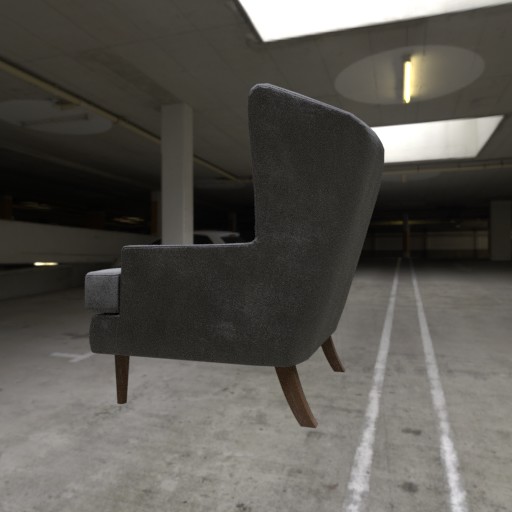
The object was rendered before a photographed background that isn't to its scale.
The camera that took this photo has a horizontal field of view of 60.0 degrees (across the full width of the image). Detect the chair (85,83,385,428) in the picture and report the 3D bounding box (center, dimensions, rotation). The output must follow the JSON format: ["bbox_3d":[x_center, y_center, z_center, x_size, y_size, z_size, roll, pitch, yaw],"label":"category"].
[{"bbox_3d":[0.000,0.000,1.623,0.906,0.950,0.784,0,-1,18],"label":"chair"}]
